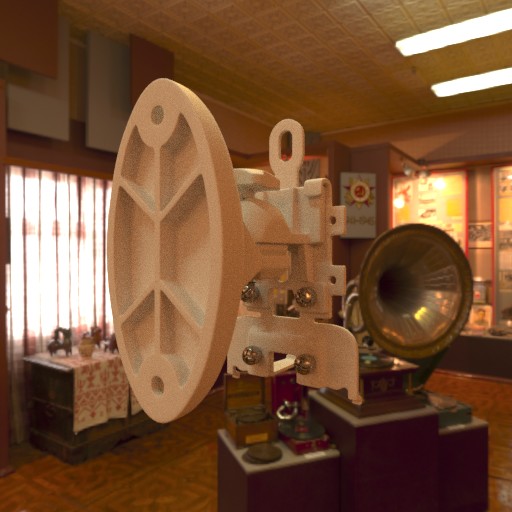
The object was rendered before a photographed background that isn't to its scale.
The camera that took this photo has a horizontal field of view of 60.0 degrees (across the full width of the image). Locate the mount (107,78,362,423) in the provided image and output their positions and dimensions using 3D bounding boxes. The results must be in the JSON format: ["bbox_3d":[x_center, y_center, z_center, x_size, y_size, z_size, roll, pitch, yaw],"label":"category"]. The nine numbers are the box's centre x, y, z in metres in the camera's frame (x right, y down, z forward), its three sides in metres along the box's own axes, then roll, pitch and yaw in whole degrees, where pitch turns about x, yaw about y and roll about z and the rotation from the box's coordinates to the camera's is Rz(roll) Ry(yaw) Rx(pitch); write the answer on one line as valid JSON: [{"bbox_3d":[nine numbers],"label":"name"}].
[{"bbox_3d":[0.000,0.000,0.175,0.066,0.118,0.100,0,0,37],"label":"mount"}]
